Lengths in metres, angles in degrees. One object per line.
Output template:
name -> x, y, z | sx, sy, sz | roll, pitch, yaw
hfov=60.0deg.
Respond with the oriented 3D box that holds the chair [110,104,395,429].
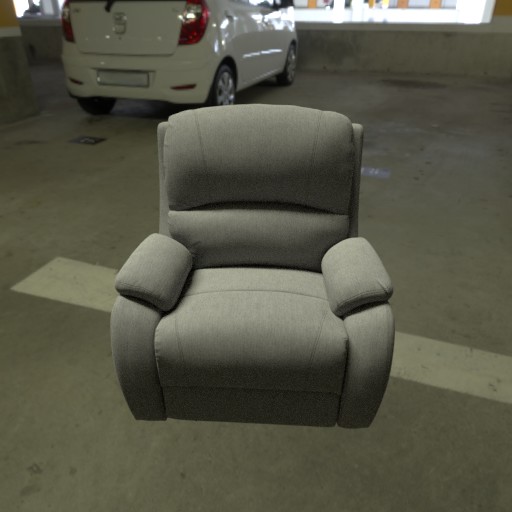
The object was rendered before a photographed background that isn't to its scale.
chair -> 0.000, 0.000, 1.716 | 0.930, 1.011, 0.899 | 1, 30, 2
